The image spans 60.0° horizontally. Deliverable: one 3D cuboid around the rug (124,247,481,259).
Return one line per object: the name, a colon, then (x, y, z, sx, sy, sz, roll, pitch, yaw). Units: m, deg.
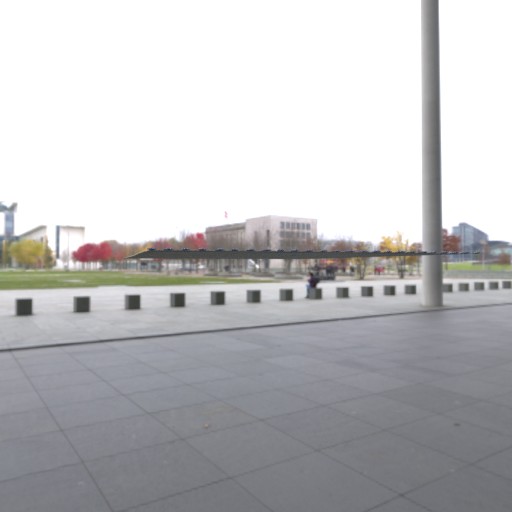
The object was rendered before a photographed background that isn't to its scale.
rug: (0.000, 0.000, 4.542, 2.471, 0.016, 3.416, 0, -1, -19)
